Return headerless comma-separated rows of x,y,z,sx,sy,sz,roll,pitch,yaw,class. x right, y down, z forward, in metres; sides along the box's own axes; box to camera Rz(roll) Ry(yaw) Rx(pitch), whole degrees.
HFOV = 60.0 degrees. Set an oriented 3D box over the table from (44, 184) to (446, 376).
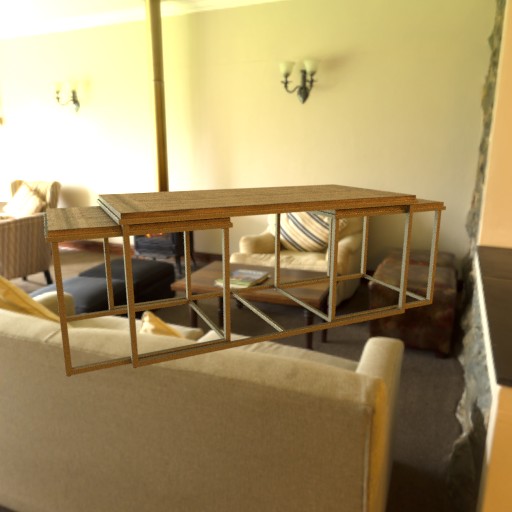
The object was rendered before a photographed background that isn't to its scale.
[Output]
0.000,0.000,1.554,1.312,0.427,0.489,-6,15,-24,table
